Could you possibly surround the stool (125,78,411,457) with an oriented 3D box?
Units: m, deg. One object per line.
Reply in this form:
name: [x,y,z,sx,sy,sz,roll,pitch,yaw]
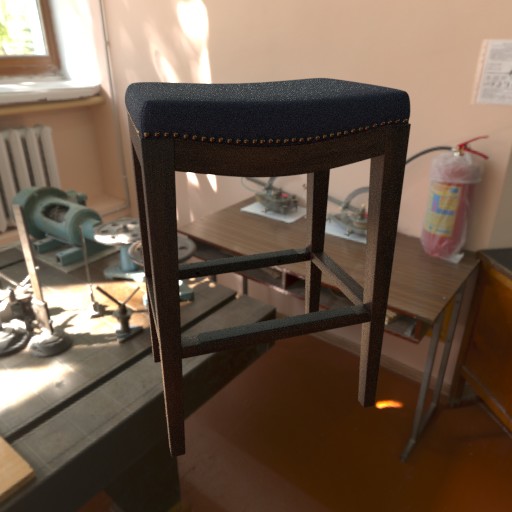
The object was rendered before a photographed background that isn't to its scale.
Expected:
stool: [0.000,0.000,1.019,0.498,0.740,0.358,-8,27,-16]
